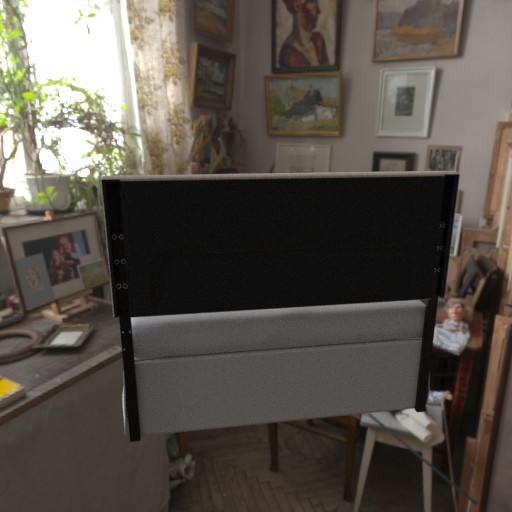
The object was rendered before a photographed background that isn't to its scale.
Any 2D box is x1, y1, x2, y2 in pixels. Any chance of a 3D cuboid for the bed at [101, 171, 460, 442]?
[{"bbox_3d":[0.000,0.000,3.007,1.643,1.270,1.978,-2,16,-9],"label":"bed"}]
